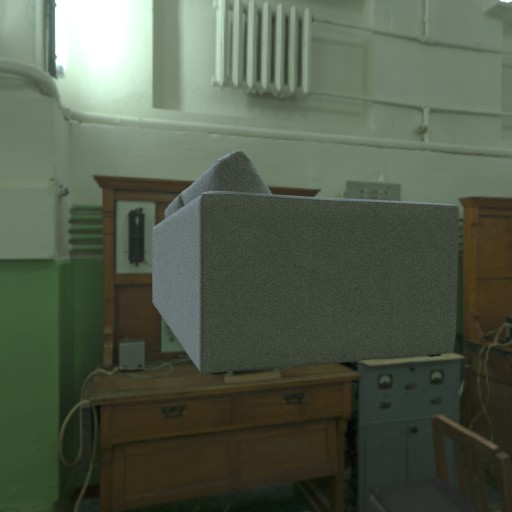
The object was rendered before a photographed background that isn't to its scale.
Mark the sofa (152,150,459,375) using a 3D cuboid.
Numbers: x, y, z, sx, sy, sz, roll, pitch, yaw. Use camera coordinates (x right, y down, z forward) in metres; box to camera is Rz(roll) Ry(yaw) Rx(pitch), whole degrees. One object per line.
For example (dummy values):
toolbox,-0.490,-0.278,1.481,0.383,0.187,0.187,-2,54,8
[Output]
sofa,0.000,0.000,2.735,1.090,0.838,2.588,0,1,-17
